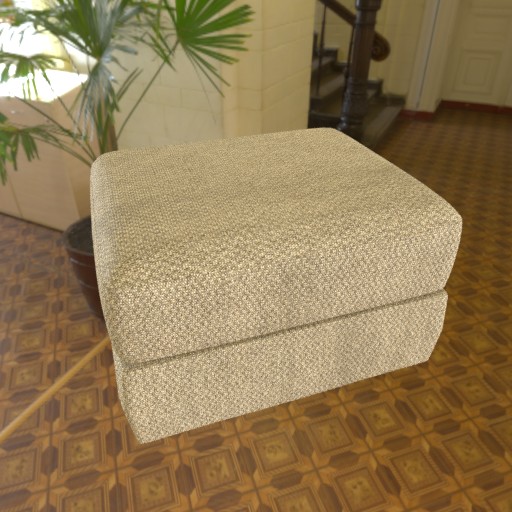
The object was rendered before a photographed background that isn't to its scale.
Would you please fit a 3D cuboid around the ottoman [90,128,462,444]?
[{"bbox_3d":[0.000,0.000,1.117,0.751,0.476,0.603,-11,35,-16],"label":"ottoman"}]
